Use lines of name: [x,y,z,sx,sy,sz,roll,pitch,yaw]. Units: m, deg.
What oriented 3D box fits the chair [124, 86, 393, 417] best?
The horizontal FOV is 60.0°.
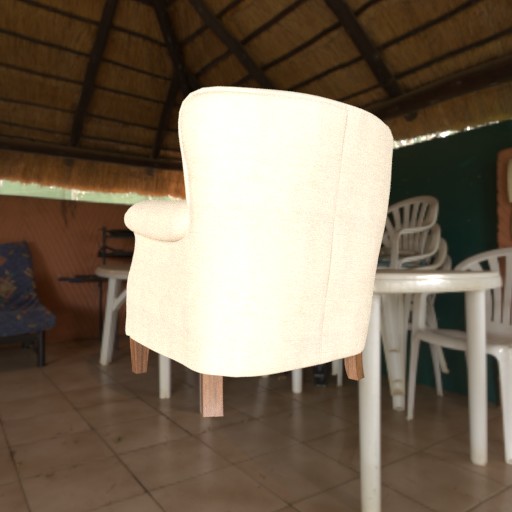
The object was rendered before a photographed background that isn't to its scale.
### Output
chair: [0.000,0.000,1.669,0.861,0.936,0.921,0,0,-36]
